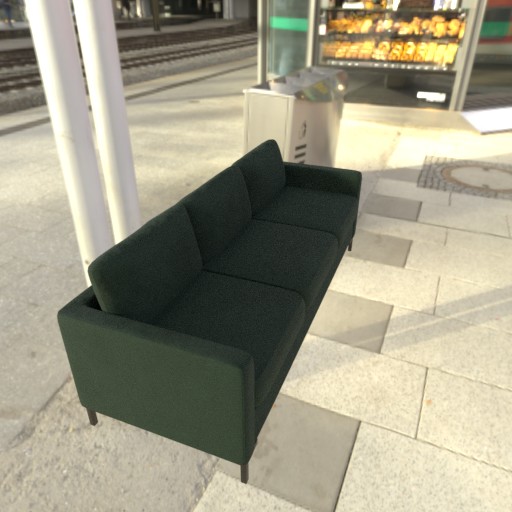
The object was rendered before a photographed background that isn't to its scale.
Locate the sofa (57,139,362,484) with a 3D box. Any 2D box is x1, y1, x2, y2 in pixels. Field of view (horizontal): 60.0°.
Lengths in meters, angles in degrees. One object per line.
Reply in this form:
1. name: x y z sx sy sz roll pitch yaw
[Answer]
1. sofa: 0.000 0.000 2.633 0.859 0.870 2.218 11 31 19
